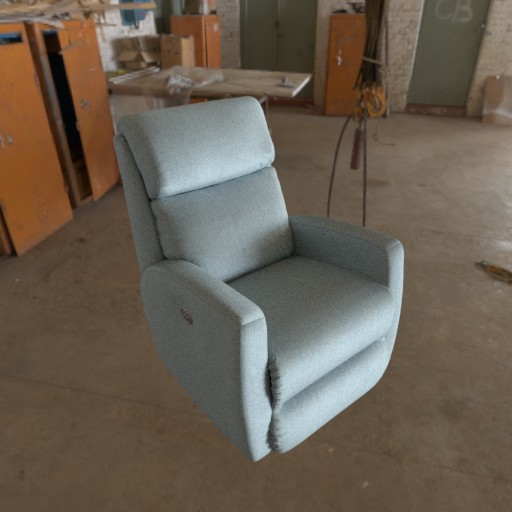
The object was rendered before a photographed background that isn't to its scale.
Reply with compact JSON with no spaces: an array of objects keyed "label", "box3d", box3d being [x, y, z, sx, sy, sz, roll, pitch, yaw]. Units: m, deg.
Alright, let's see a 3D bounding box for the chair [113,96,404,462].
[{"label":"chair","box3d":[0.000,0.000,1.680,0.794,1.016,0.940,-22,37,-34]}]
